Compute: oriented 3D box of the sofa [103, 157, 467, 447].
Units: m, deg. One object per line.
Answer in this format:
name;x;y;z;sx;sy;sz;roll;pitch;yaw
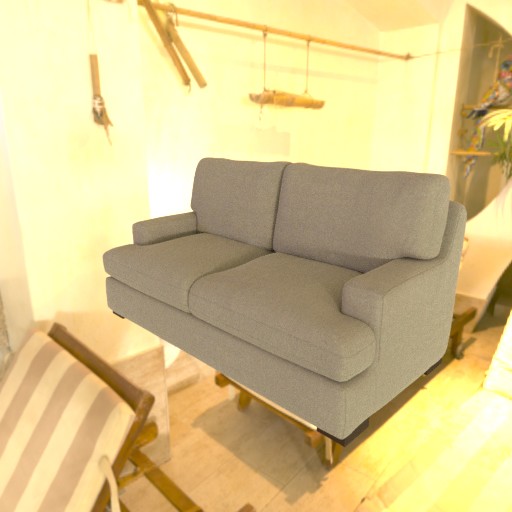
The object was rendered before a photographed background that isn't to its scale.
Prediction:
sofa;0.000;0.000;2.437;1.855;0.980;0.962;16;22;42
